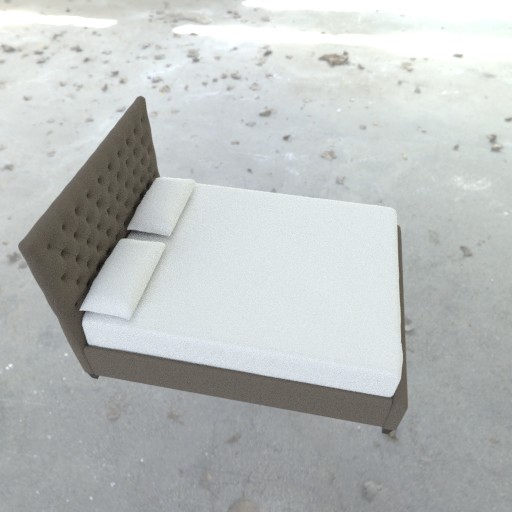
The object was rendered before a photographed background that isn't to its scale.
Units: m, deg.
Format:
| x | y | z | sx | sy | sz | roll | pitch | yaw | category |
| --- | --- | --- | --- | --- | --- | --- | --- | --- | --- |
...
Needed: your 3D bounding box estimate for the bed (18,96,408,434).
| x | y | z | sx | sy | sz | roll | pitch | yaw | category |
| --- | --- | --- | --- | --- | --- | --- | --- | --- | --- |
| 0.000 | 0.000 | 3.213 | 2.233 | 1.426 | 1.696 | 8 | 47 | 8 | bed |
